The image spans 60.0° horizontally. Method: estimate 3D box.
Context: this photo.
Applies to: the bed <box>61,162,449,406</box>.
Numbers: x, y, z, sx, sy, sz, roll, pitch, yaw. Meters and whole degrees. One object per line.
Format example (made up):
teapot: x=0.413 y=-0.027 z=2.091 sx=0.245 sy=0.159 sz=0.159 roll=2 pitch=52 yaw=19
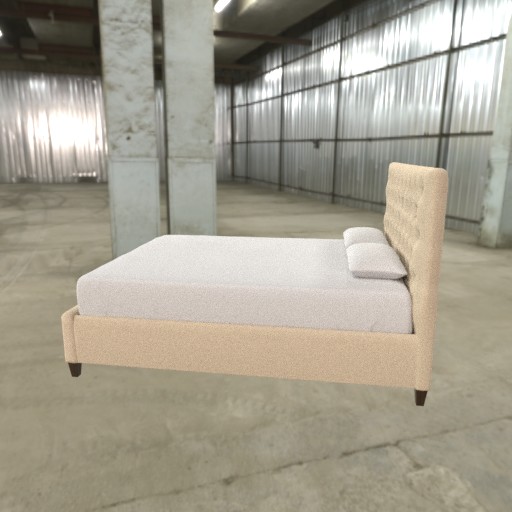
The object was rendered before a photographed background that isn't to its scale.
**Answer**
bed: x=0.000 y=0.000 z=3.507 sx=2.387 sy=1.427 sz=1.698 roll=2 pitch=13 yaw=9
